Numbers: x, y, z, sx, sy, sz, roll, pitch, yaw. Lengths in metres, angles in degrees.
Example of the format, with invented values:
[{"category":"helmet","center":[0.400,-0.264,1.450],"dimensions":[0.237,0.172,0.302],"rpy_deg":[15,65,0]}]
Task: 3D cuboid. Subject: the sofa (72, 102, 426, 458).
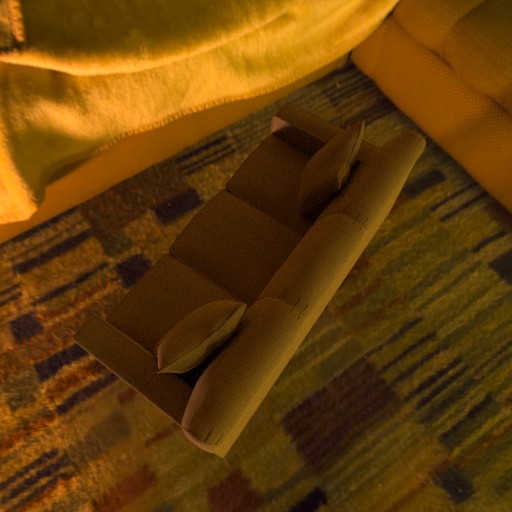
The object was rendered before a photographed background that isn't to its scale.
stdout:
[{"category":"sofa","center":[0.000,0.000,2.647],"dimensions":[0.997,0.958,2.024],"rpy_deg":[32,68,15]}]
